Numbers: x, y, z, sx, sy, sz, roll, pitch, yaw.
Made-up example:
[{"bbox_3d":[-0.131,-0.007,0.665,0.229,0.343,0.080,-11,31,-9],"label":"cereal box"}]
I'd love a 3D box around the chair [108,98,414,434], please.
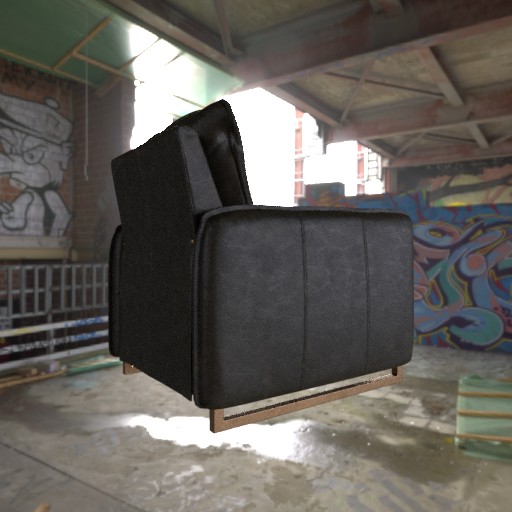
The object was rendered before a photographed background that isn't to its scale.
[{"bbox_3d":[0.000,0.000,1.671,0.921,0.921,0.830,0,1,-36],"label":"chair"}]
